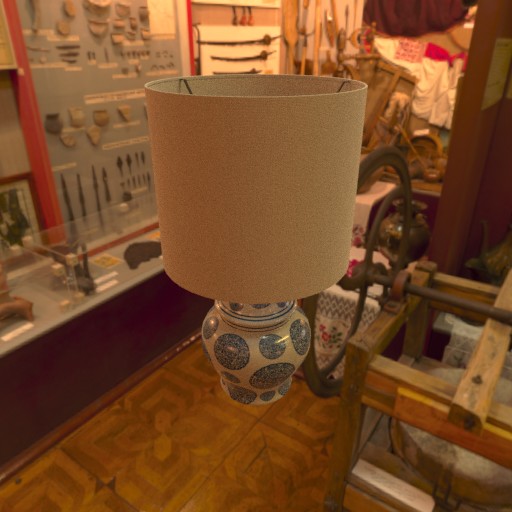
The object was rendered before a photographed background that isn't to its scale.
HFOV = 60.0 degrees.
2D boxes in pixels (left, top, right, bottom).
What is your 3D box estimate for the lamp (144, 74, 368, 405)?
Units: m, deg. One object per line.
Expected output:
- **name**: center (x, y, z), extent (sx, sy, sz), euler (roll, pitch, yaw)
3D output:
- **lamp**: center (0.000, 0.000, 0.522), extent (0.215, 0.381, 0.215), euler (19, 32, 32)
